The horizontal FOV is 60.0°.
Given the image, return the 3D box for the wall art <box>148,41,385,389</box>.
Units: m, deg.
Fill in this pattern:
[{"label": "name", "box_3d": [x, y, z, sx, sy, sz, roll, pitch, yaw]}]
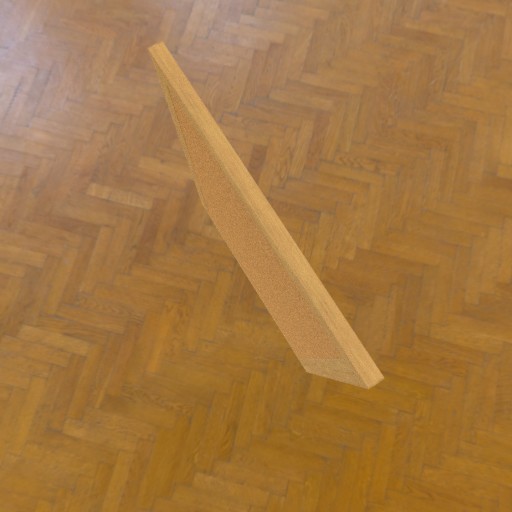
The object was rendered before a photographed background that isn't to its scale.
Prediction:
[{"label": "wall art", "box_3d": [0.000, 0.000, 0.760, 0.020, 0.561, 0.460, -31, 79, -7]}]
